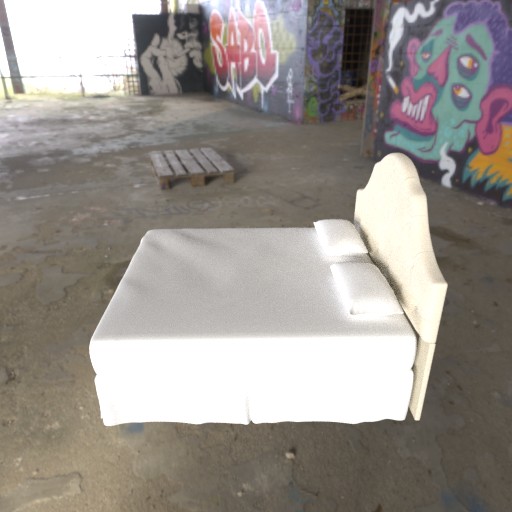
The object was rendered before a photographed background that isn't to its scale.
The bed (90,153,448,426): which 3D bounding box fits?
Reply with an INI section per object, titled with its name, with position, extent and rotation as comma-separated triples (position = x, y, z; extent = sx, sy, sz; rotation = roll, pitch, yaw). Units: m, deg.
[bed]
position = 0.000, 0.000, 3.571
extent = 2.214, 1.615, 2.008
rotation = -1, 25, -1
